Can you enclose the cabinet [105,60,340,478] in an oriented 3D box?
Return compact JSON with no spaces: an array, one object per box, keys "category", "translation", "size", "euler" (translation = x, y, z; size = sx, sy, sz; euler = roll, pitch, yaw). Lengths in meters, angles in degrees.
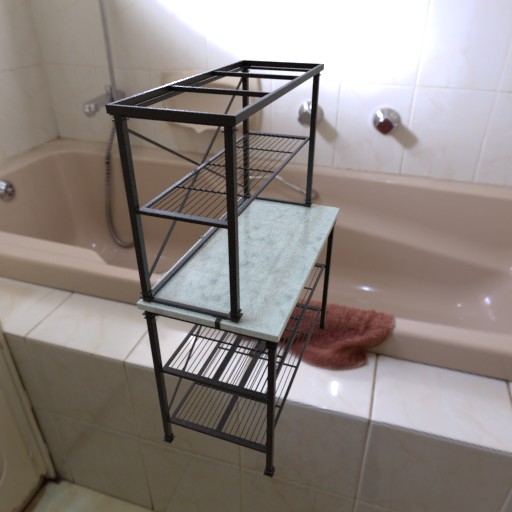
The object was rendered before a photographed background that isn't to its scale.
[{"category":"cabinet","translation":[0.000,0.000,2.226],"size":[0.610,1.659,1.210],"euler":[10,32,17]}]
